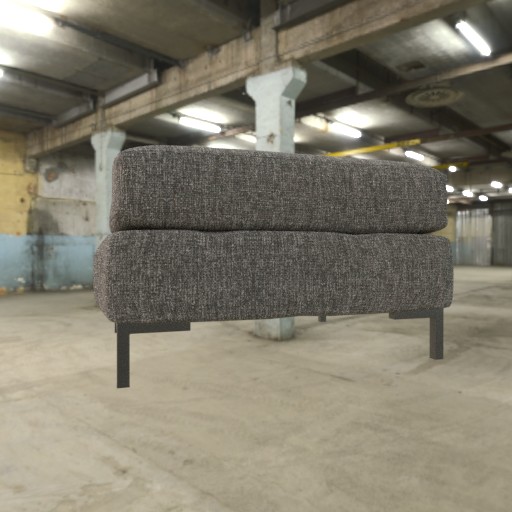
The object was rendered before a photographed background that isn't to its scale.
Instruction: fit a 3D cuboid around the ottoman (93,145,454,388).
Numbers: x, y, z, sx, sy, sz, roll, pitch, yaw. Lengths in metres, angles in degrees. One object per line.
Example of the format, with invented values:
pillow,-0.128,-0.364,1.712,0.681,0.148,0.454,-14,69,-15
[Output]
ottoman,0.000,0.000,1.217,0.828,0.480,0.683,0,0,-18
